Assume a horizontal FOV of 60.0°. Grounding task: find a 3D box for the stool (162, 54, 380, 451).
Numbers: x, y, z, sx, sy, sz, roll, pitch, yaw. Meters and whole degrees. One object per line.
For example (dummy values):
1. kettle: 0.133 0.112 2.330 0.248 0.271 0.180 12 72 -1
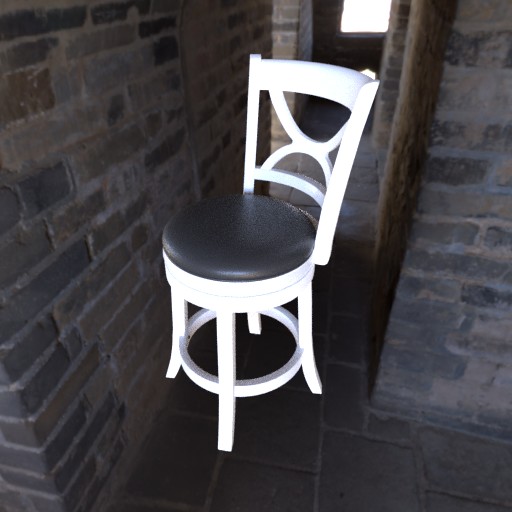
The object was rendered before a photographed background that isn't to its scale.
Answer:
1. stool: 0.000 0.000 1.229 0.508 0.953 0.444 -22 39 -30
